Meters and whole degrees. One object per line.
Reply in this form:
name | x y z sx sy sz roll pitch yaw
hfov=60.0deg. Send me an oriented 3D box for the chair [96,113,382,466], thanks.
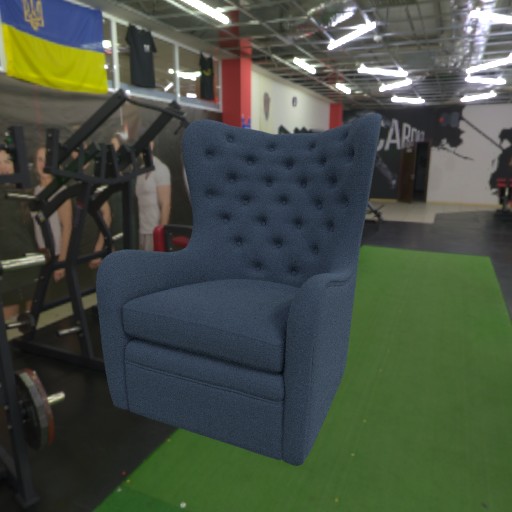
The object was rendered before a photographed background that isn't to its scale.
chair | 0.000 0.000 1.740 0.831 1.079 0.930 6 15 25
